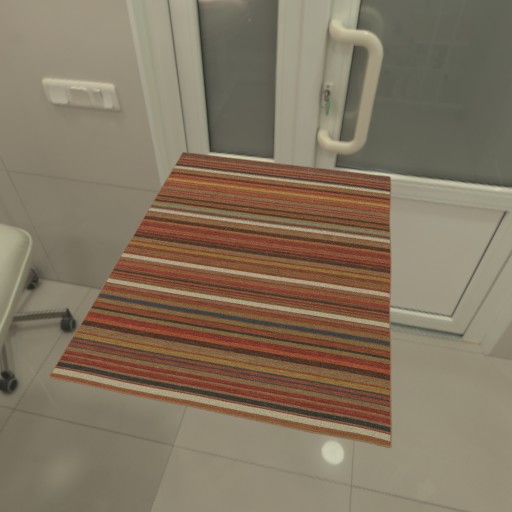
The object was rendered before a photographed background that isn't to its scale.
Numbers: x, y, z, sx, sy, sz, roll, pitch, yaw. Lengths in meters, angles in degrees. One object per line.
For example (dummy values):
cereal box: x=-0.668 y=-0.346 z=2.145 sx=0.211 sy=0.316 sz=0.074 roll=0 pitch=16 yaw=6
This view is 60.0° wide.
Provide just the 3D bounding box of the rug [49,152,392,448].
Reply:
rug: x=0.000 y=0.000 z=4.127 sx=2.479 sy=0.023 sz=3.092 roll=9 pitch=46 yaw=8
